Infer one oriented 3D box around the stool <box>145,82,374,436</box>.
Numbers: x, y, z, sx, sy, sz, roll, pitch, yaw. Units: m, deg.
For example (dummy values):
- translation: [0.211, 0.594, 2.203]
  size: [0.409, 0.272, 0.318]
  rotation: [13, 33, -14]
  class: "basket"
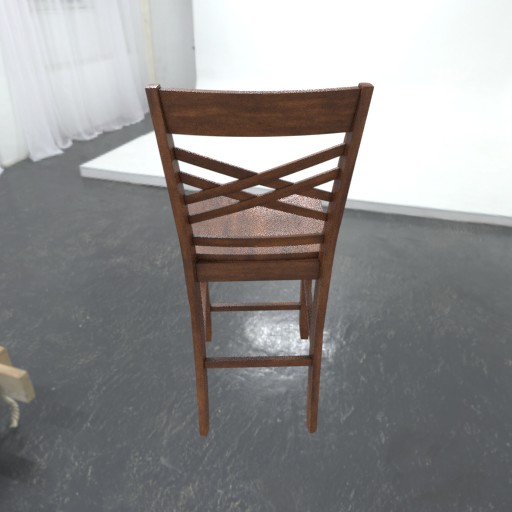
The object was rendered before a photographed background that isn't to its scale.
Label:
- translation: [0.000, 0.000, 1.376]
  size: [0.462, 1.079, 0.539]
  rotation: [-1, 30, -2]
  class: "stool"
